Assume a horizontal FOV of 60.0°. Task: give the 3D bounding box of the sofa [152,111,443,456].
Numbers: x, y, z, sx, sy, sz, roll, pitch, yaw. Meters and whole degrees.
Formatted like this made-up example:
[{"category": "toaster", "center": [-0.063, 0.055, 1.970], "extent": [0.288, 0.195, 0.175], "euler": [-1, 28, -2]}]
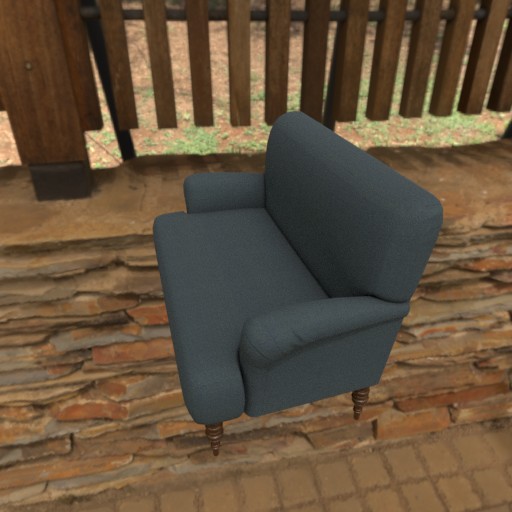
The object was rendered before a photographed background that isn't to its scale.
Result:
[{"category": "sofa", "center": [0.000, 0.000, 1.832], "extent": [0.779, 0.889, 1.297], "euler": [-8, 32, -14]}]
